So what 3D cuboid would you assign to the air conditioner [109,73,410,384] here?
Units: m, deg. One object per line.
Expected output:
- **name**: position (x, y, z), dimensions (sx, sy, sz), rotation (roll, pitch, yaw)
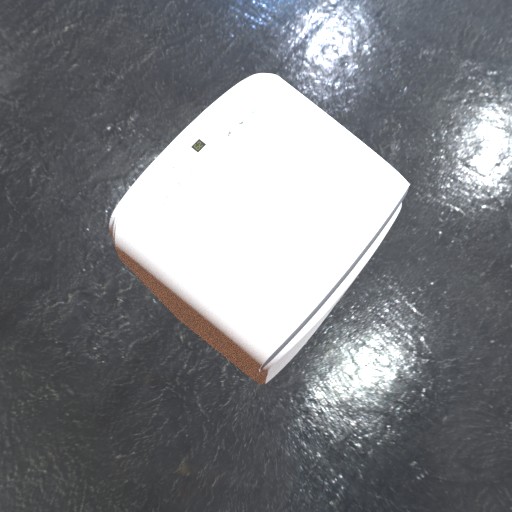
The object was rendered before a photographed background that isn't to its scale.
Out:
- **air conditioner**: position (0.000, 0.000, 1.088), dimensions (0.467, 0.765, 0.478), rotation (39, 78, 10)
